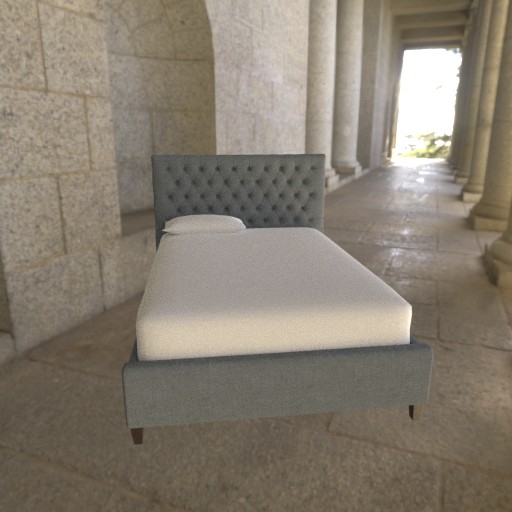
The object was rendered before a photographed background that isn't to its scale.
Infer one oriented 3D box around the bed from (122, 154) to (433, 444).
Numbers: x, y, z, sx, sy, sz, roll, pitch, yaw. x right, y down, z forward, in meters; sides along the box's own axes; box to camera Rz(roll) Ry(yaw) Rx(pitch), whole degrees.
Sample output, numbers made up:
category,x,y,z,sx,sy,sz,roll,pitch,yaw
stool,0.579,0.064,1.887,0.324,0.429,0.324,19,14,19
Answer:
category,x,y,z,sx,sy,sz,roll,pitch,yaw
bed,0.000,0.000,3.380,1.698,1.411,2.335,-2,16,-7
